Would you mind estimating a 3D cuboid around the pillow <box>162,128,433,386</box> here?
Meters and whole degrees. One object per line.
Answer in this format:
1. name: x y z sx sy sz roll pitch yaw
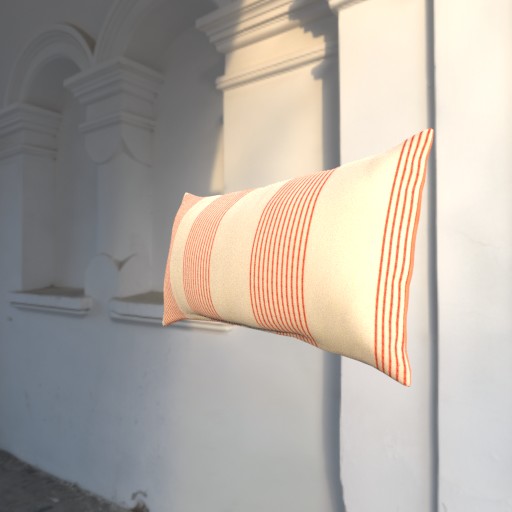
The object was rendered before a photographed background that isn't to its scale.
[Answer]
1. pillow: 0.000 0.000 0.729 0.156 0.292 0.608 1 -1 -37
